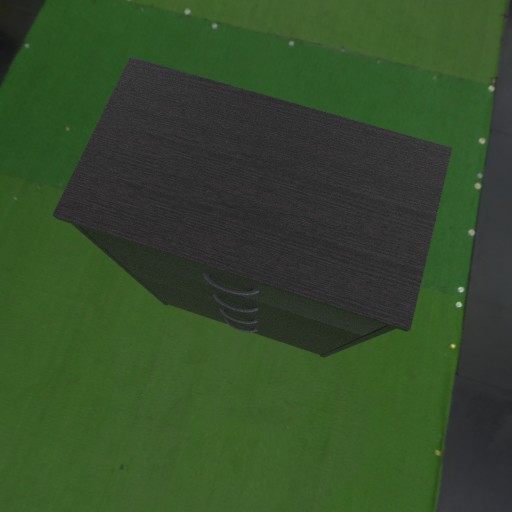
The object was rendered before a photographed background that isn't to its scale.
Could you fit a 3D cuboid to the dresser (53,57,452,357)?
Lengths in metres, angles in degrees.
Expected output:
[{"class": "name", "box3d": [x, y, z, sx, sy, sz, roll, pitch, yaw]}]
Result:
[{"class": "dresser", "box3d": [0.000, 0.000, 1.362, 0.704, 1.020, 0.399, 18, 75, 5]}]
